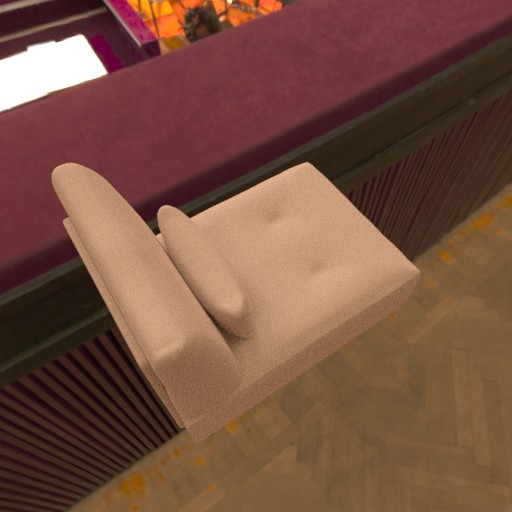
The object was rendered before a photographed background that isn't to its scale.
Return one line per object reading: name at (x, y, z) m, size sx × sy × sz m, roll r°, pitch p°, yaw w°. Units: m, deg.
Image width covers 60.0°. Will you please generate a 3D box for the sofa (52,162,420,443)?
sofa at (0.000, 0.000, 1.541) m, size 1.000 × 0.820 × 0.700 m, roll -29°, pitch 61°, yaw -18°
